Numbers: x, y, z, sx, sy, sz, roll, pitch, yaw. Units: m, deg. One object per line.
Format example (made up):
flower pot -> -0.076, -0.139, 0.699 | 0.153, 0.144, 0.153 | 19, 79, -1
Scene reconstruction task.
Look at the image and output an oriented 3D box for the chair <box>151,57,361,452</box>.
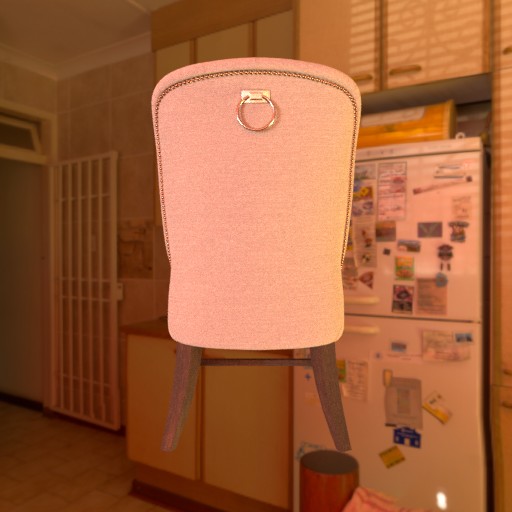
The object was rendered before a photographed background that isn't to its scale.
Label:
chair -> 0.000, 0.000, 1.501 | 0.634, 1.091, 0.629 | 0, 1, 0
